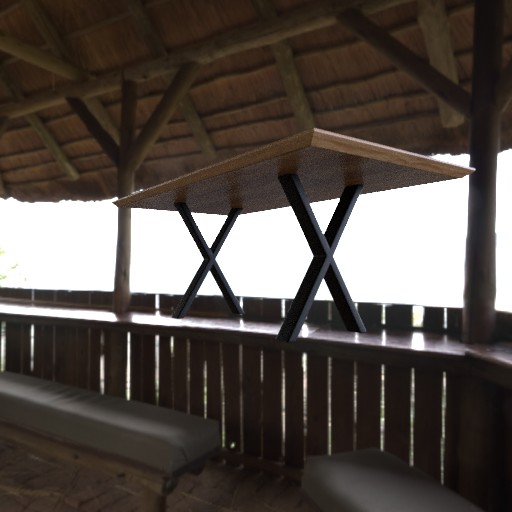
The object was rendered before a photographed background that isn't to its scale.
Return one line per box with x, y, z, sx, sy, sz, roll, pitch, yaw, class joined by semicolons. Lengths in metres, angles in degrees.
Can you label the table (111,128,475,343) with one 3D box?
0.000;0.000;2.511;1.000;0.770;2.000;1;-2;-36;table
